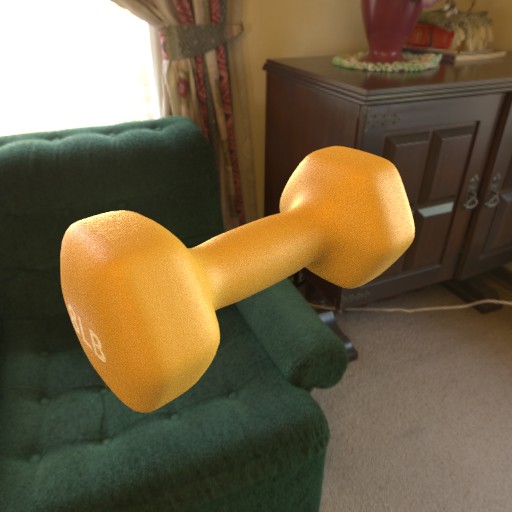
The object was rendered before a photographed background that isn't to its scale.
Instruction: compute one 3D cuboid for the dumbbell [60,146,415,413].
[{"bbox_3d":[0.000,0.000,0.238,0.190,0.082,0.090,-23,38,-34],"label":"dumbbell"}]
